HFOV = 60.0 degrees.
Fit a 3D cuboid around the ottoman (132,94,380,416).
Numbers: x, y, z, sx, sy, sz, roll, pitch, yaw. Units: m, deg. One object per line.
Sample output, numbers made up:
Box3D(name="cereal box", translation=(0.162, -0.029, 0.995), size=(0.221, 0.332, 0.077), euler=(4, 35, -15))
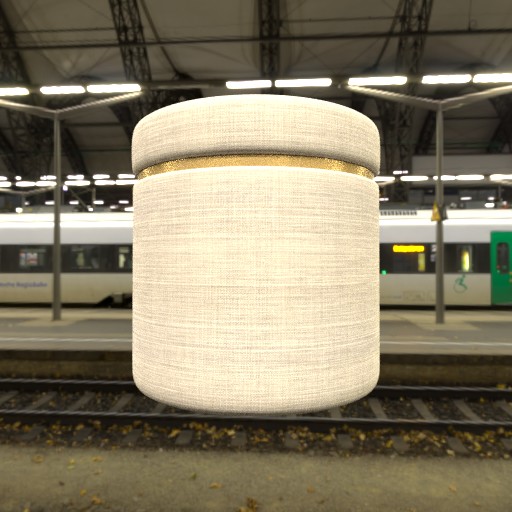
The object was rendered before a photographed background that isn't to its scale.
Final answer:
Box3D(name="ottoman", translation=(0.000, 0.000, 0.740), size=(0.400, 0.406, 0.400), euler=(0, -1, 0))
